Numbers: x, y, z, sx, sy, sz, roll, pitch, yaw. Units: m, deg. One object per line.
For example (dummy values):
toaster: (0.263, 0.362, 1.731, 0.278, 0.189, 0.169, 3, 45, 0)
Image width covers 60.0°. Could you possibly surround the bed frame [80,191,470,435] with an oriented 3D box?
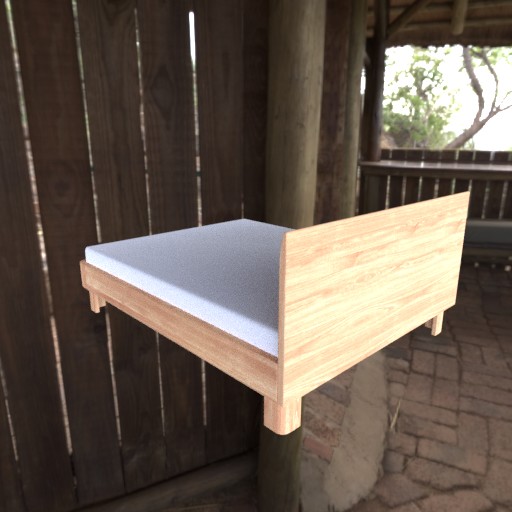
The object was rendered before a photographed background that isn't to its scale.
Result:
bed frame: (0.000, 0.000, 3.051, 1.660, 0.940, 2.092, -15, 21, -41)
